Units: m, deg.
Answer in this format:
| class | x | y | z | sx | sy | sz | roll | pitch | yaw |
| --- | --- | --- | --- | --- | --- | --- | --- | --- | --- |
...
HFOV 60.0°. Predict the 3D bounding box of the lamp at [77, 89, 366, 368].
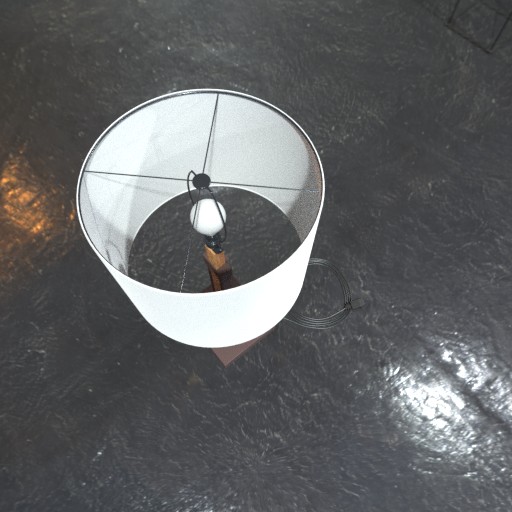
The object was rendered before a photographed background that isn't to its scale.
| class | x | y | z | sx | sy | sz | roll | pitch | yaw |
| --- | --- | --- | --- | --- | --- | --- | --- | --- | --- |
| lamp | 0.000 | 0.000 | 0.955 | 0.525 | 0.668 | 0.396 | -36 | 70 | -16 |
